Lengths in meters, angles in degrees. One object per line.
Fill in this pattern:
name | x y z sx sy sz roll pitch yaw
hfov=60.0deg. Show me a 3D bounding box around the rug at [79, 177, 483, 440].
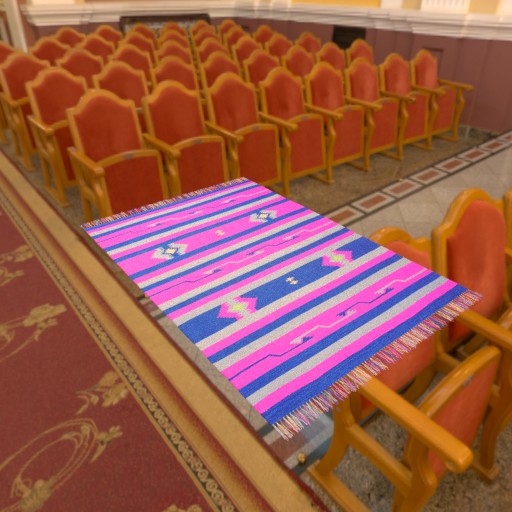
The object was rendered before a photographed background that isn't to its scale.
rug | 0.000 0.000 2.934 1.539 0.013 2.350 -23 39 -32
